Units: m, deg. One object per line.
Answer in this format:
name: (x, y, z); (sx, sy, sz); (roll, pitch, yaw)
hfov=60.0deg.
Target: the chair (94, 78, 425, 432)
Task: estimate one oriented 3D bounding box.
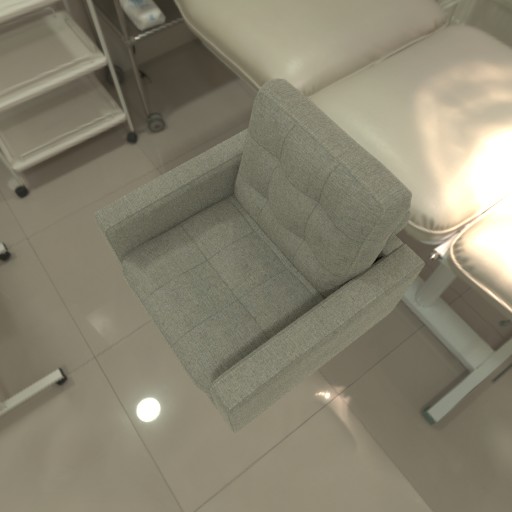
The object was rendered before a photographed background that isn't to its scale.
chair: (0.000, 0.000, 1.578); (0.843, 0.880, 0.821); (-33, 66, -17)
